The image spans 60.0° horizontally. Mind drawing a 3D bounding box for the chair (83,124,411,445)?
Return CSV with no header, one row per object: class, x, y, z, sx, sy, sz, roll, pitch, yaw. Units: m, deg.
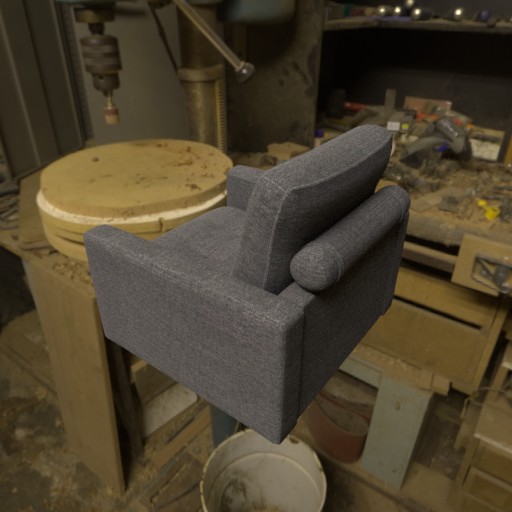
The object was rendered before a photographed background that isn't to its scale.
chair,0.000,0.000,1.552,0.843,0.880,0.821,21,37,31
